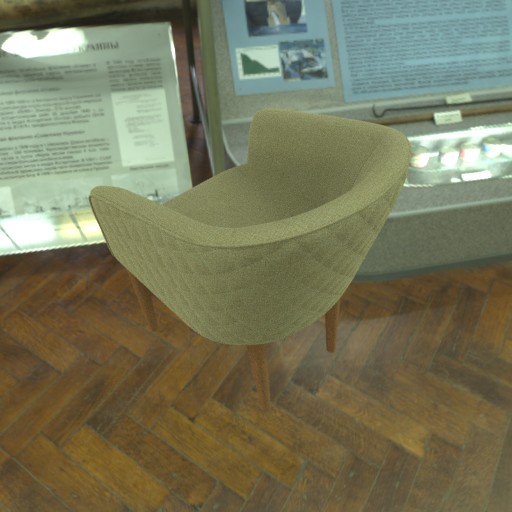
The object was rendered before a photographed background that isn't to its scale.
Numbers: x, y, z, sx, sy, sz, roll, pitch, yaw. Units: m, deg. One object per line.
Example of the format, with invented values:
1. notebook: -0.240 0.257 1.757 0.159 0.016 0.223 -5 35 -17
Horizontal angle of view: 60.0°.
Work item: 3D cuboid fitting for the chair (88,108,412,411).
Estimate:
1. chair: 0.000 0.000 1.196 0.584 0.775 0.616 -34 55 -27
